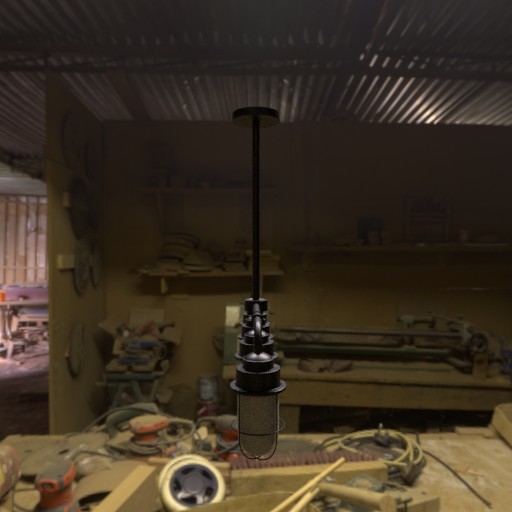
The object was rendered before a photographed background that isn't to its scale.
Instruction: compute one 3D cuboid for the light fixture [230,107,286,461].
[{"bbox_3d":[0.000,0.000,1.232,0.131,0.785,0.852,0,1,-1],"label":"light fixture"}]
